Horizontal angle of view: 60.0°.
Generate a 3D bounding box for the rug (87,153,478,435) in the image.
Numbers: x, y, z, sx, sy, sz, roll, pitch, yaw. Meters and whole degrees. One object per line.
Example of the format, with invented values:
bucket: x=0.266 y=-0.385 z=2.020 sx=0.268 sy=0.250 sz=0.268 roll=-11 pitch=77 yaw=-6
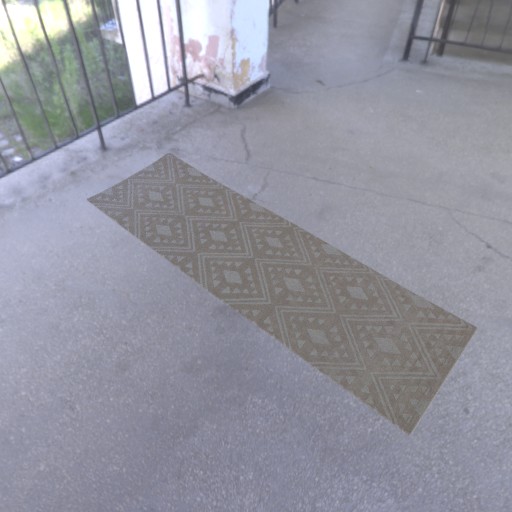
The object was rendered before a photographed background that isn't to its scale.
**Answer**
rug: x=0.000 y=0.000 z=2.695 sx=2.452 sy=0.051 sz=0.752 roll=32 pitch=55 yaw=27
